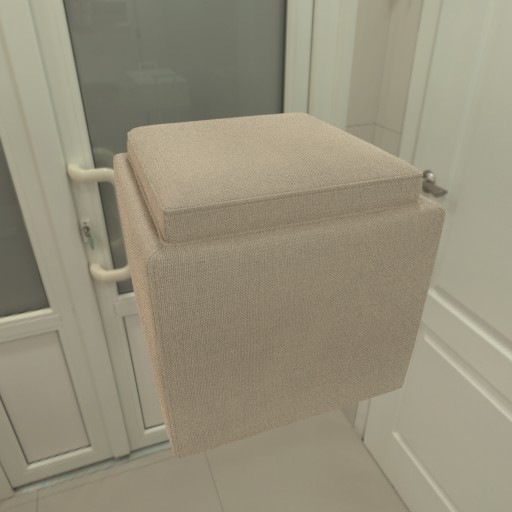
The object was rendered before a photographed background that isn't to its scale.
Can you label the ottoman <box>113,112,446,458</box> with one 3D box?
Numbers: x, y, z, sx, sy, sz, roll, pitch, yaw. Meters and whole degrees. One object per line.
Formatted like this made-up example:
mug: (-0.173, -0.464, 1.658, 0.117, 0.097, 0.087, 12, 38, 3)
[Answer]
ottoman: (0.000, 0.000, 0.834, 0.450, 0.460, 0.451, -11, 32, -18)
